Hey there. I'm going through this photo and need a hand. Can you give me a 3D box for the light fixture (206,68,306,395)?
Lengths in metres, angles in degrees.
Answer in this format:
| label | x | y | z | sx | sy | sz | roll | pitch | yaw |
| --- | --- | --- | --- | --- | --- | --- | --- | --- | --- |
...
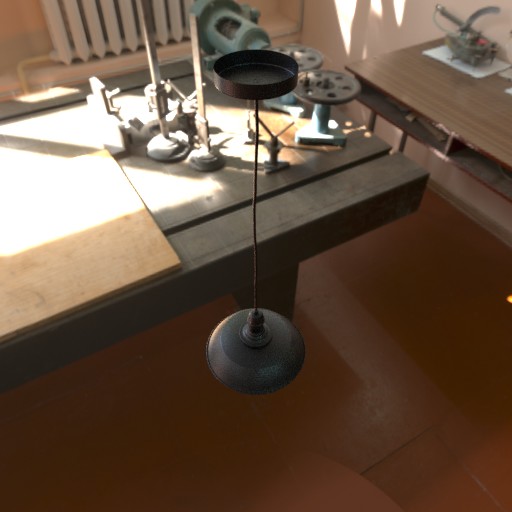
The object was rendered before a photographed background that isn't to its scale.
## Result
| label | x | y | z | sx | sy | sz | roll | pitch | yaw |
| --- | --- | --- | --- | --- | --- | --- | --- | --- | --- |
| light fixture | 0.000 | 0.000 | 1.166 | 0.331 | 0.993 | 0.331 | 3 | 46 | 3 |
